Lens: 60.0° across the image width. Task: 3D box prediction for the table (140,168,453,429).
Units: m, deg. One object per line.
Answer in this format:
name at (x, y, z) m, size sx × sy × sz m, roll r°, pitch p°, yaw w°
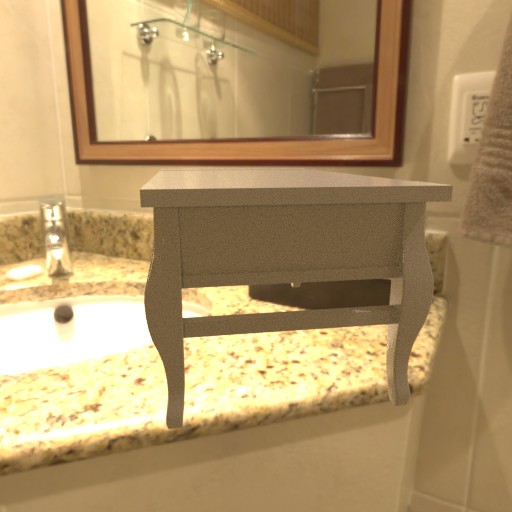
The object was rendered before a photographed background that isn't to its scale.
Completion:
table at (0.000, 0.000, 1.364) m, size 0.600 × 0.495 × 1.062 m, roll -2°, pitch 13°, yaw -10°
